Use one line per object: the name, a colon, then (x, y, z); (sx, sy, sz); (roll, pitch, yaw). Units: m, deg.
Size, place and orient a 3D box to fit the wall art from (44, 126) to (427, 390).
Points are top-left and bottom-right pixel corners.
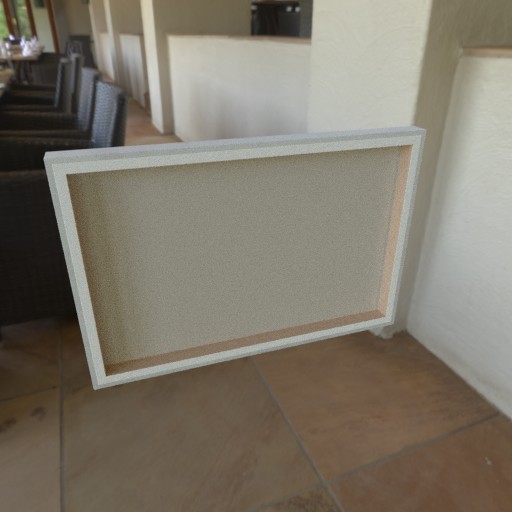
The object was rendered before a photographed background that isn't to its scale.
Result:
wall art: (0.000, 0.000, 0.784); (0.609, 0.407, 0.038); (-9, 28, -17)
